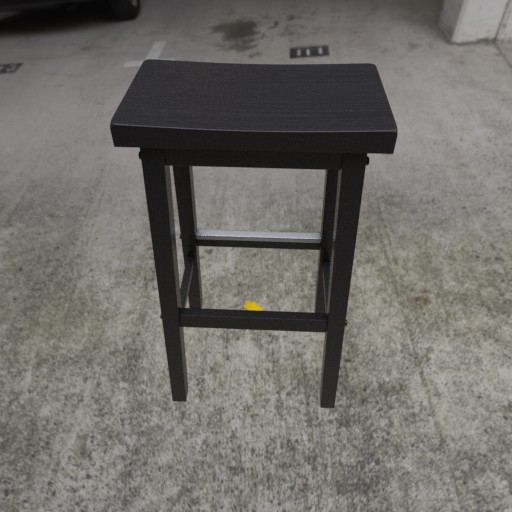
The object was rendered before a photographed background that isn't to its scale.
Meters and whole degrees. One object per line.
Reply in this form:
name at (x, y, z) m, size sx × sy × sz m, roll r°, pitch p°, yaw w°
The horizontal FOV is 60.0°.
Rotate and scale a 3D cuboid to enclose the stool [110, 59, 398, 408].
stool at (0.000, 0.000, 0.960) m, size 0.406 × 0.742 × 0.322 m, roll 2°, pitch 46°, yaw 2°
